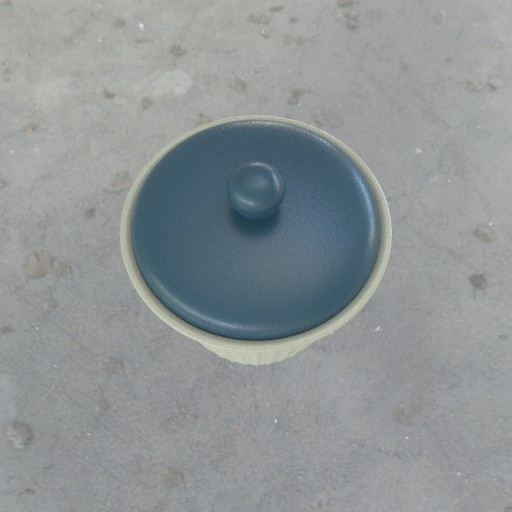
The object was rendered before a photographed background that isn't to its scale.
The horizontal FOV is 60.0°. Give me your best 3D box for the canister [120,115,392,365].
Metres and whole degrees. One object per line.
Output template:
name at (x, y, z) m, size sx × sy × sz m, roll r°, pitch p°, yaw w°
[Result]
canister at (0.000, 0.000, 0.350) m, size 0.181 × 0.211 × 0.181 m, roll 0°, pitch 64°, yaw 0°
